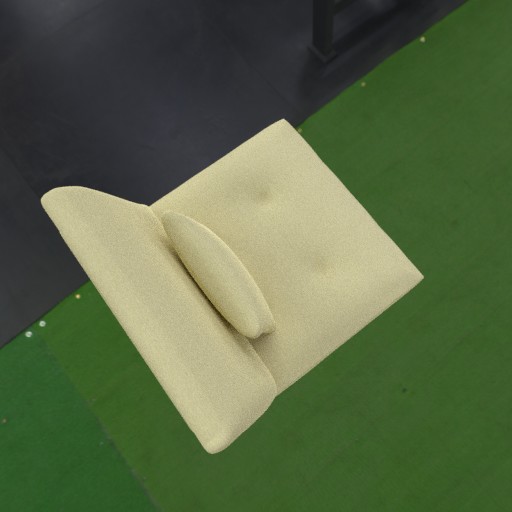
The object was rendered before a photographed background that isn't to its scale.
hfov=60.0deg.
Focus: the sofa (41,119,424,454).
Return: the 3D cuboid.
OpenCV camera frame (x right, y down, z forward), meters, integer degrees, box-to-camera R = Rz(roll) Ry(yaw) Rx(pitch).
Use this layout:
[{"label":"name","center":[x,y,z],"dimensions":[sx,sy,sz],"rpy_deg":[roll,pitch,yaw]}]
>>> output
[{"label":"sofa","center":[0.000,0.000,1.680],"dimensions":[1.000,0.820,0.930],"rpy_deg":[-36,78,-9]}]
